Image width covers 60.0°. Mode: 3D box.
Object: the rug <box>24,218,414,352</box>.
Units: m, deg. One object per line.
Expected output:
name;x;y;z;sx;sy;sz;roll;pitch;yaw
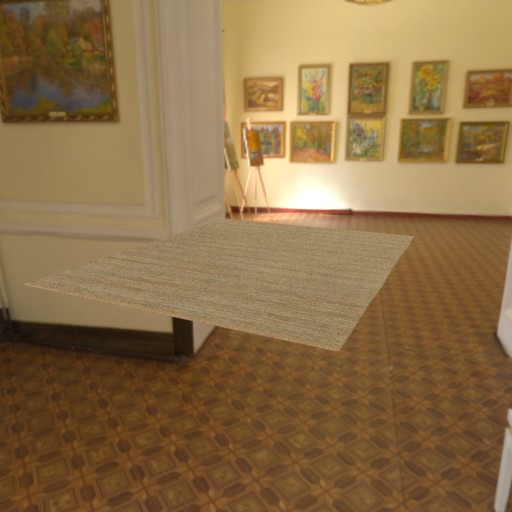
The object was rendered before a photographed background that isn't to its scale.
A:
rug;0.000;0.000;4.170;2.471;0.012;3.034;7;17;25
